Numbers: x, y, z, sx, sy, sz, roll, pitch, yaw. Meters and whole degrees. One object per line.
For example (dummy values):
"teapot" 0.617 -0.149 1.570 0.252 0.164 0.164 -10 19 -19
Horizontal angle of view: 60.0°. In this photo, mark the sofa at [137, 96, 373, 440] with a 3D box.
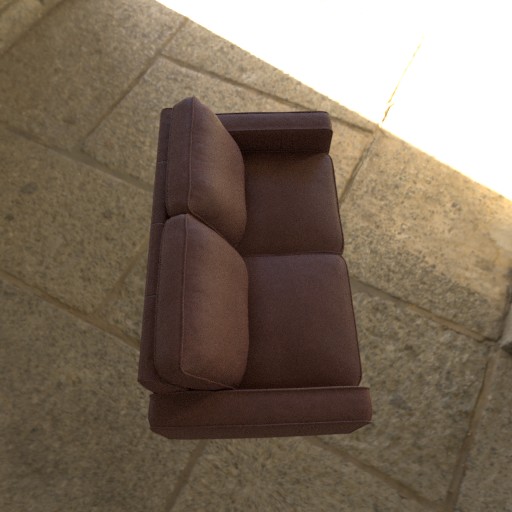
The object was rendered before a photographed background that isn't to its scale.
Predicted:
"sofa" 0.000 0.000 2.296 0.947 0.918 1.709 -2 63 -1
